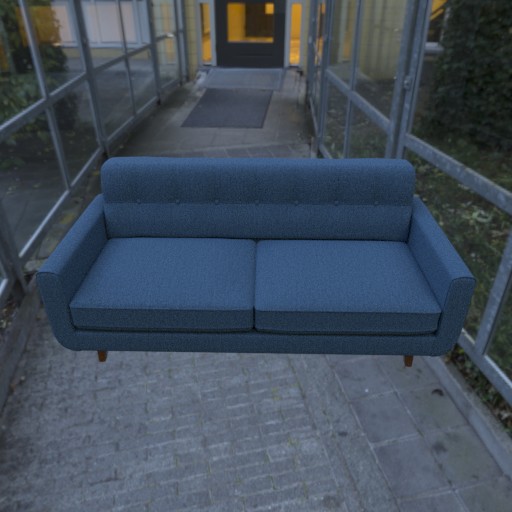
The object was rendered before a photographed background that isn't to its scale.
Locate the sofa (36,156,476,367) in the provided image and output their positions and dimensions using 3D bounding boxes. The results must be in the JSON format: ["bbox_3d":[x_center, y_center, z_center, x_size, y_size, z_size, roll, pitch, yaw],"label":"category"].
[{"bbox_3d":[0.000,0.000,2.516,2.055,0.884,0.942,1,32,1],"label":"sofa"}]
